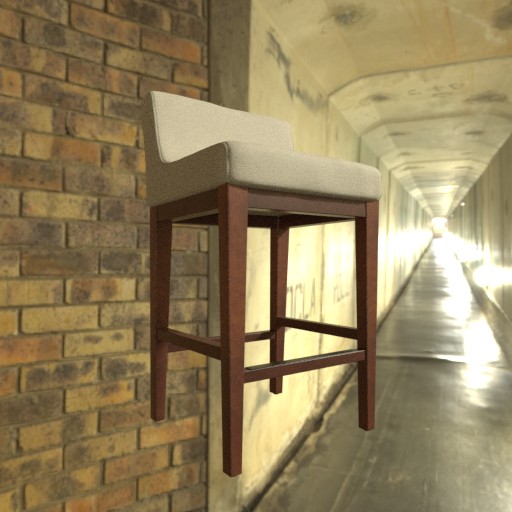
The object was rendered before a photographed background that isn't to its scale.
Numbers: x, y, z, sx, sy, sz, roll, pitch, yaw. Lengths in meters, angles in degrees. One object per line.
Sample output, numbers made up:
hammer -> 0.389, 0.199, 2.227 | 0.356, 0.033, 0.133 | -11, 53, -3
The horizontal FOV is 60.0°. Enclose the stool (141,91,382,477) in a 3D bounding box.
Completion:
stool -> 0.000, 0.000, 1.240 | 0.511, 0.937, 0.500 | 0, -1, -36
